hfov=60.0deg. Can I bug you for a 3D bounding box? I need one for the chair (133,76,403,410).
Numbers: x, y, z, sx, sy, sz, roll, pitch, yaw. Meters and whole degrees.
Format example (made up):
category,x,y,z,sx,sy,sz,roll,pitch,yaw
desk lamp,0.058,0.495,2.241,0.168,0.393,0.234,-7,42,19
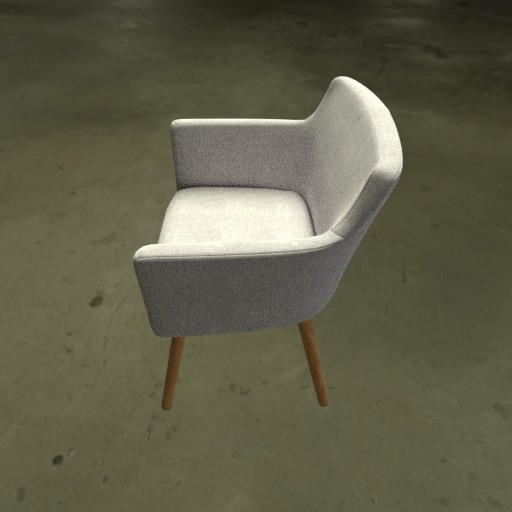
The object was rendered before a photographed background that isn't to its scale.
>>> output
category,x,y,z,sx,sy,sz,roll,pitch,yaw
chair,0.000,0.000,1.136,0.540,0.780,0.570,-1,41,-1
